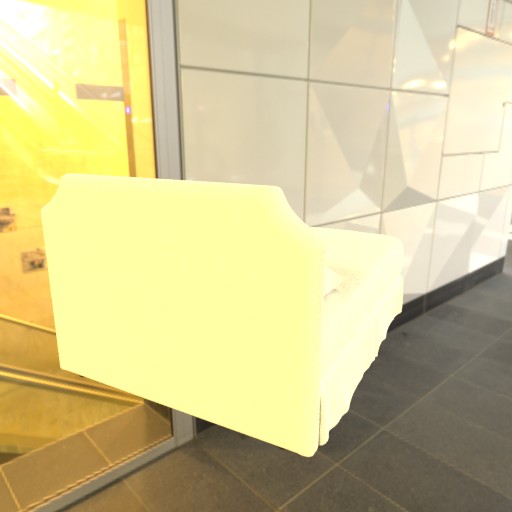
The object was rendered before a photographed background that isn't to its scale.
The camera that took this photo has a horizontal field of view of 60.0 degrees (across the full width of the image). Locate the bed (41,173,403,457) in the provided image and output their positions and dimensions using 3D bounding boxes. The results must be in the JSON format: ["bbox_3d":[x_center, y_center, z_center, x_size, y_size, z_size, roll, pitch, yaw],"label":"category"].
[{"bbox_3d":[0.000,0.000,3.804,2.134,1.524,2.548,8,18,27],"label":"bed"}]
